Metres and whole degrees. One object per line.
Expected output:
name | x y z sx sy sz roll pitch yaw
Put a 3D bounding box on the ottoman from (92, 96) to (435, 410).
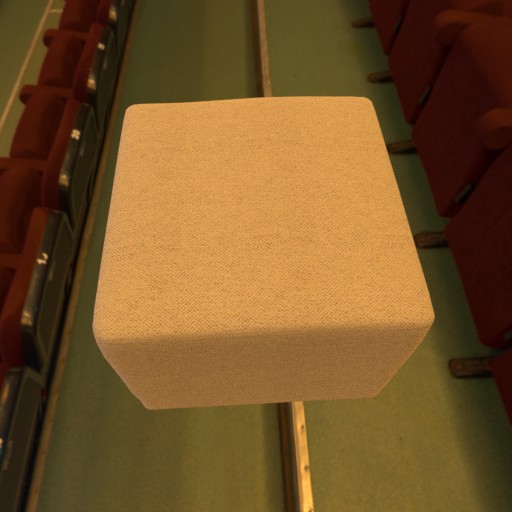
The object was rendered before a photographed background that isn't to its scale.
ottoman | 0.000 0.000 0.930 0.512 0.453 0.521 -3 58 -2
